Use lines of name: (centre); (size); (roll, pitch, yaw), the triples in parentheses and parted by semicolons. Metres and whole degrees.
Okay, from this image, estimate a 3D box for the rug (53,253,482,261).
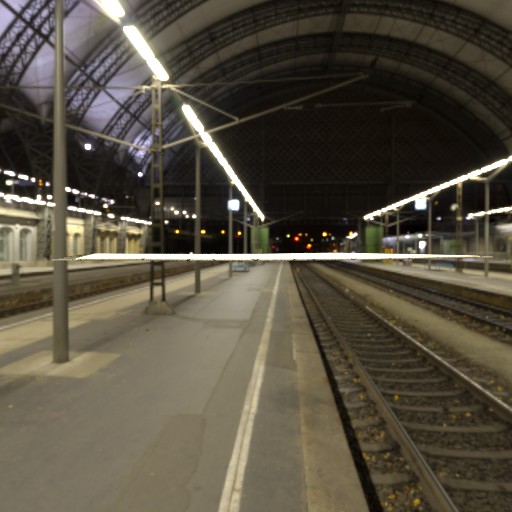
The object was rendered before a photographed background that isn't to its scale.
rug: (0.000, 0.000, 4.132); (3.221, 0.026, 2.342); (0, 1, -18)
